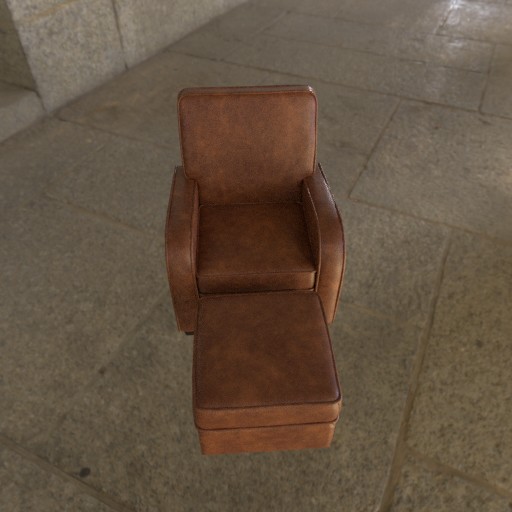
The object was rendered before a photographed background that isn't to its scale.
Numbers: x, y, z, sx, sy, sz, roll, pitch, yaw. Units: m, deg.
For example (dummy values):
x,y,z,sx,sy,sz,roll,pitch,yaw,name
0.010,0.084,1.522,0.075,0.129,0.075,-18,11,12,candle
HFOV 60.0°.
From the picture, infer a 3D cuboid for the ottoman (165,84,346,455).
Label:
x,y,z,sx,sy,sz,roll,pitch,yaw,name
0.000,0.000,1.851,0.732,0.904,1.314,-3,45,-3,ottoman
